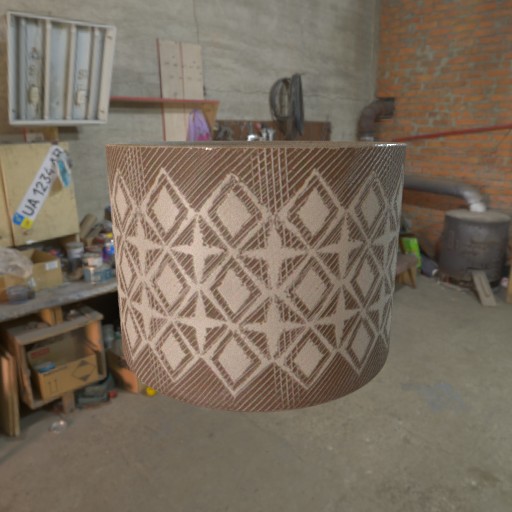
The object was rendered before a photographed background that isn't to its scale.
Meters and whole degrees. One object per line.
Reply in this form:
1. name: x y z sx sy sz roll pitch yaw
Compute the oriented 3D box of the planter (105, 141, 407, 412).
1. planter: 0.000 0.000 0.209 0.126 0.104 0.126 0 15 0
